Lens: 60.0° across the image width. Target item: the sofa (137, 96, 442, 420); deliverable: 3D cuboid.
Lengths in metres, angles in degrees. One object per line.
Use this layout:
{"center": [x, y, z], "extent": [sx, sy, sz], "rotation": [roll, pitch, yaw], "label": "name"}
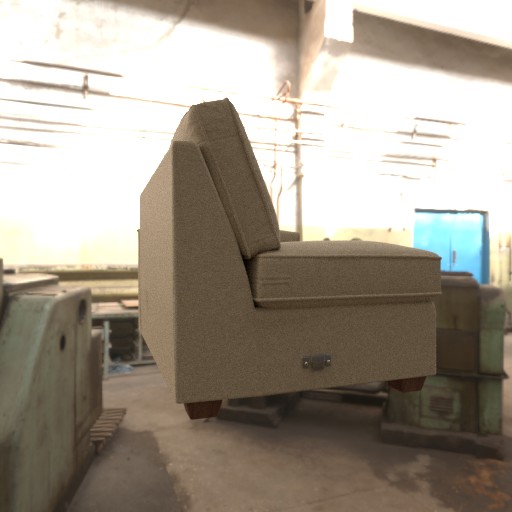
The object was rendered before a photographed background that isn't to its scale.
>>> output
{"center": [0.000, 0.000, 2.079], "extent": [0.991, 0.989, 1.388], "rotation": [0, 0, -19], "label": "sofa"}
